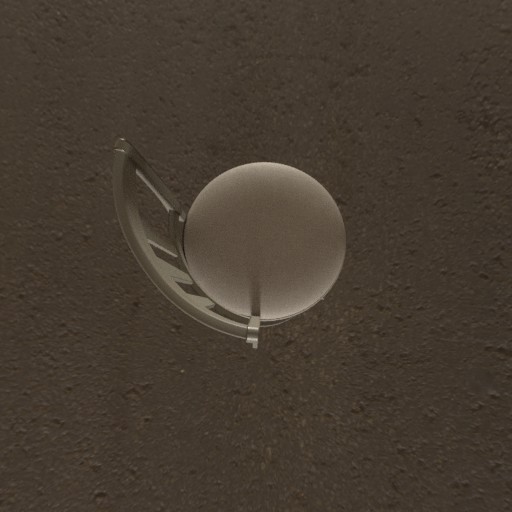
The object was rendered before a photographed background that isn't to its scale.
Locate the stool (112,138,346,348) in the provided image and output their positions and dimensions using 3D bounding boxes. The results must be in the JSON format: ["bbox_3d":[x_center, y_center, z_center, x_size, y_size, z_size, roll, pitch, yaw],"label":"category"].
[{"bbox_3d":[0.000,0.000,1.264,0.475,1.042,0.436,-35,79,-8],"label":"stool"}]
